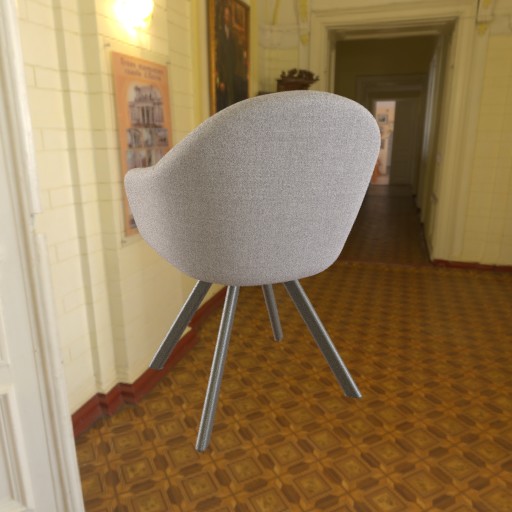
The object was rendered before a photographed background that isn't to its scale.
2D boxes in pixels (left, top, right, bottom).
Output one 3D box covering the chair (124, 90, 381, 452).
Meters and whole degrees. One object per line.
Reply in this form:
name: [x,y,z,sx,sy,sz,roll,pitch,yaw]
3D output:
chair: [0.000,0.000,1.185,0.590,0.795,0.550,-8,17,-26]
